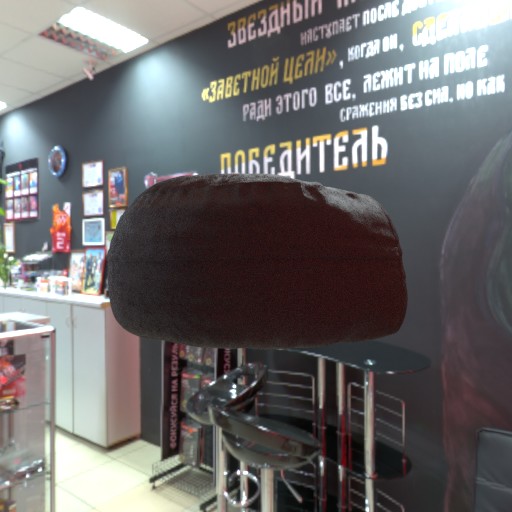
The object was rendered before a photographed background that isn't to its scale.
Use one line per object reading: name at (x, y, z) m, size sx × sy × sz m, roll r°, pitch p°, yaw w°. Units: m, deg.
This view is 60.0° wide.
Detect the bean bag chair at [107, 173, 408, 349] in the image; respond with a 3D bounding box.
bean bag chair at (0.000, 0.000, 2.389) m, size 1.525 × 0.751 × 1.525 m, roll 0°, pitch 1°, yaw 0°
